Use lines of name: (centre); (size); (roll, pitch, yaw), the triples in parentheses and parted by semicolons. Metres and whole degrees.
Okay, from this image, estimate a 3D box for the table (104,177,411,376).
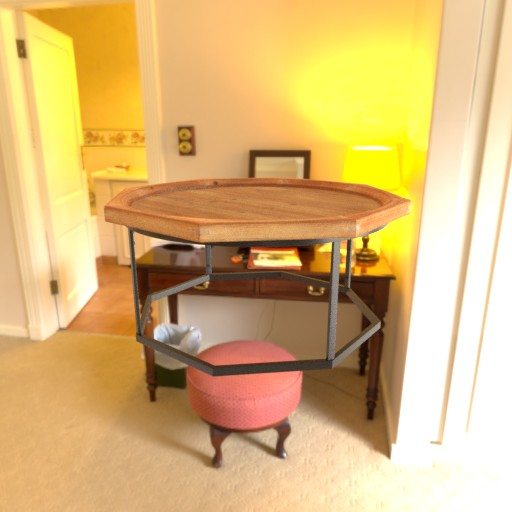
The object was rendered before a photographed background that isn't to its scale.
table: (0.000, 0.000, 1.568); (1.002, 0.444, 1.002); (0, 16, 0)
